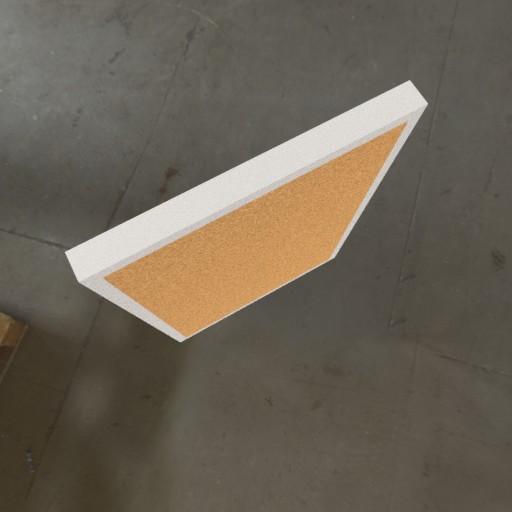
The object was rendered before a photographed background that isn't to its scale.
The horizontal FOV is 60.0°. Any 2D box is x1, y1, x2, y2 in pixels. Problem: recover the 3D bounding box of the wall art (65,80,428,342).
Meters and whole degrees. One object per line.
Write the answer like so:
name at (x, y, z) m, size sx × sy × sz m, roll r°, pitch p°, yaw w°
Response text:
wall art at (0.000, 0.000, 0.819) m, size 0.450 × 0.657 × 0.038 m, roll -28°, pitch 76°, yaw -8°
